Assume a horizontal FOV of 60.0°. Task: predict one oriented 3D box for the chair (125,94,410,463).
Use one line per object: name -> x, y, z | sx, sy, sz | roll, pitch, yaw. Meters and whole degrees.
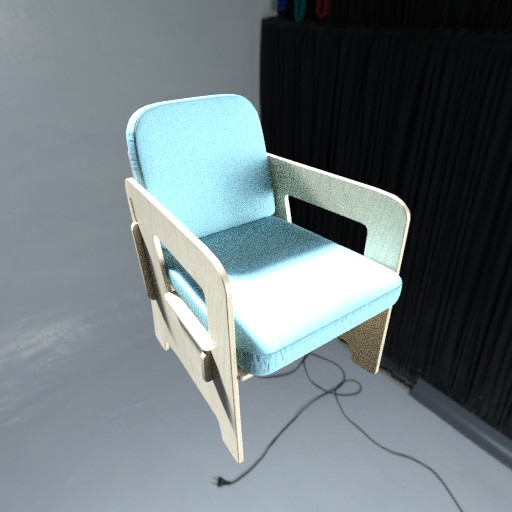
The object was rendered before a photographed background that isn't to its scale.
chair -> 0.000, 0.000, 1.297 | 0.590, 0.800, 0.710 | -21, 36, -31
